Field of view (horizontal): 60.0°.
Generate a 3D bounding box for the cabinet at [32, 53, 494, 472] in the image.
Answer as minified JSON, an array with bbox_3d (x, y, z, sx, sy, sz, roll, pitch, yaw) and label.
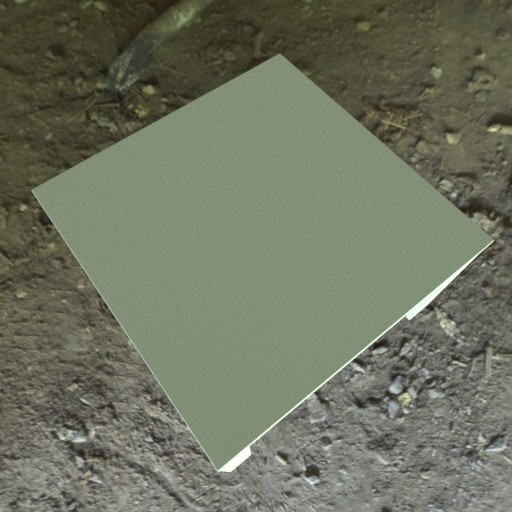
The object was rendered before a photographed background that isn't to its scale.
[{"bbox_3d":[0.000,0.000,1.280,0.800,0.460,0.800,-35,69,-16],"label":"cabinet"}]
